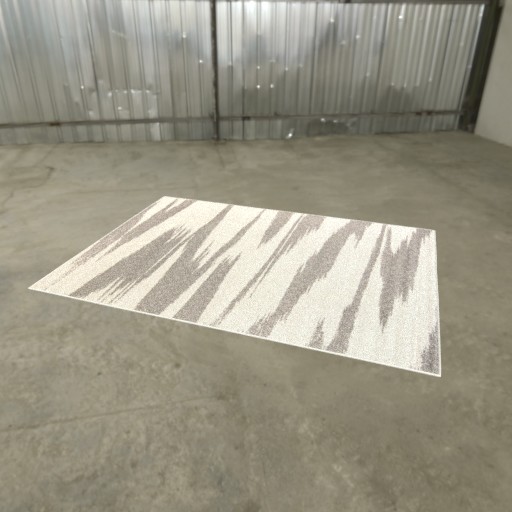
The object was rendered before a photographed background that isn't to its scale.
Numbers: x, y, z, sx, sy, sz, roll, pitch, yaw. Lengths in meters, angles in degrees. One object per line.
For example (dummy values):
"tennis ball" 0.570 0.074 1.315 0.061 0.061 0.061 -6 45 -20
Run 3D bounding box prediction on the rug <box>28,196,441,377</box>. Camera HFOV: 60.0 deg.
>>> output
"rug" 0.000 0.000 2.776 2.142 0.010 1.533 9 29 16
